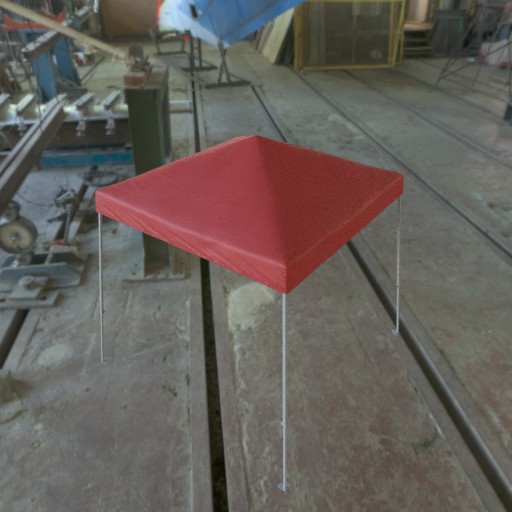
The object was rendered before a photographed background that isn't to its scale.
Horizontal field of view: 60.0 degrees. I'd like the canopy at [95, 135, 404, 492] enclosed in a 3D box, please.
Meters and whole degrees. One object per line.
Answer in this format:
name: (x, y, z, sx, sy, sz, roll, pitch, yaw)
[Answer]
canopy: (0.000, 0.000, 6.558, 3.599, 3.600, 3.600, 22, 38, 31)
